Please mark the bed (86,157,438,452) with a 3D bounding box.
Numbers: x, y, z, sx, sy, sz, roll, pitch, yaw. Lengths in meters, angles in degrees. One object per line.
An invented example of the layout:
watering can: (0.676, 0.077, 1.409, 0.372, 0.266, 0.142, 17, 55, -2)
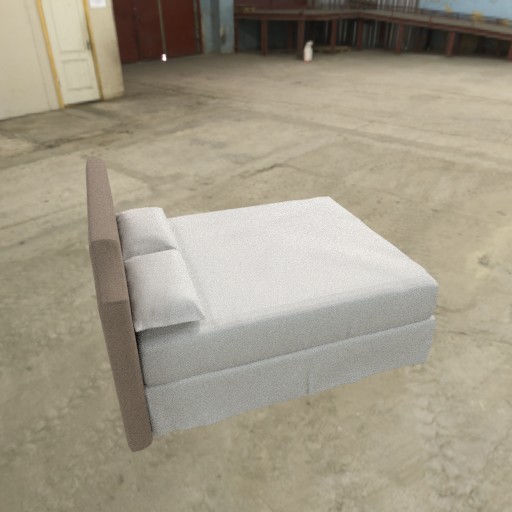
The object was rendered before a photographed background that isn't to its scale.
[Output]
bed: (0.000, 0.000, 3.284, 2.164, 1.303, 1.828, -10, 31, -16)
